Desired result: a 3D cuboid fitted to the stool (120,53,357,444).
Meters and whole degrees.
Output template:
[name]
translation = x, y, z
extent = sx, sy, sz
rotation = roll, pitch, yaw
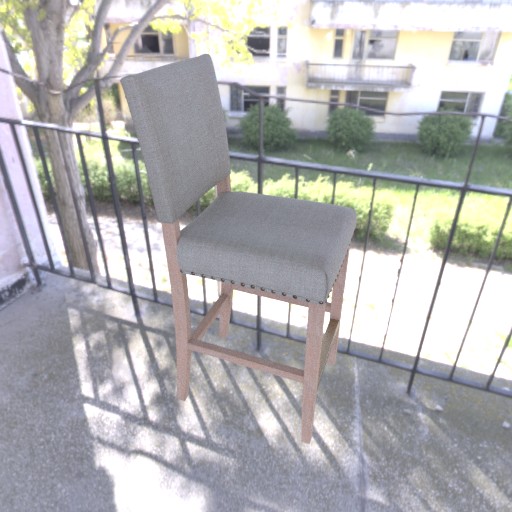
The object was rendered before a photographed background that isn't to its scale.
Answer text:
[stool]
translation = 0.000, 0.000, 1.487
extent = 0.585, 1.173, 0.445
rotation = 11, 33, 18
